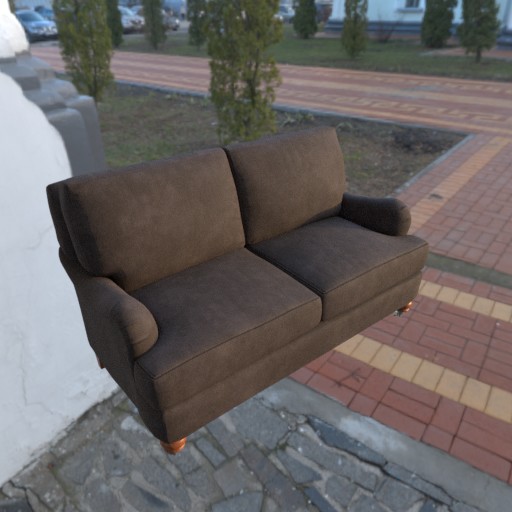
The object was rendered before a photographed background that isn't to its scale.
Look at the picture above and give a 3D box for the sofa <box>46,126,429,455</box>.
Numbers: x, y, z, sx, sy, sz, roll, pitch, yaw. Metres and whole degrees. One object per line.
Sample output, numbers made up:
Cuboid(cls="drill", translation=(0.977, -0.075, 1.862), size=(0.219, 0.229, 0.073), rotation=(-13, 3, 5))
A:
Cuboid(cls="sofa", translation=(0.000, 0.000, 2.461), size=(1.853, 1.101, 1.084), rotation=(-21, 35, -33))
